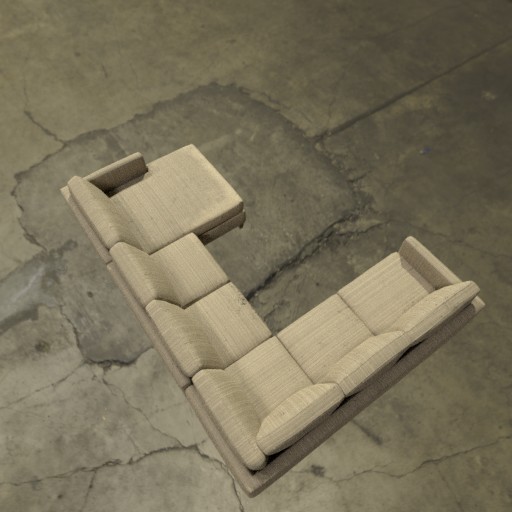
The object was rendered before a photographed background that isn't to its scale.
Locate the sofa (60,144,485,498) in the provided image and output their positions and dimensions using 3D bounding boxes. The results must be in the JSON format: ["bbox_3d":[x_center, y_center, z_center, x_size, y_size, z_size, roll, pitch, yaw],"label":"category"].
[{"bbox_3d":[0.000,0.000,4.454,2.594,0.961,3.460,-31,64,-17],"label":"sofa"}]
